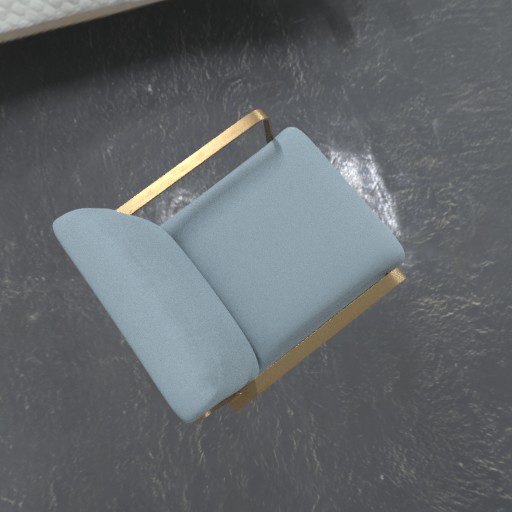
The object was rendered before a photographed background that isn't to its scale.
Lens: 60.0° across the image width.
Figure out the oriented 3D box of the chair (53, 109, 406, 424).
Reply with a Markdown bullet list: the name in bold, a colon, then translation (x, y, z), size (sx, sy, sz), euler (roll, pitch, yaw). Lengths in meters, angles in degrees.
- **chair**: translation (0.000, 0.000, 1.477), size (0.842, 0.824, 0.701), euler (-36, 78, -9)
